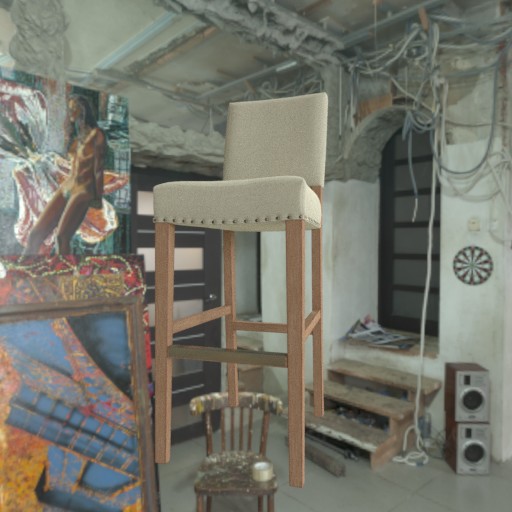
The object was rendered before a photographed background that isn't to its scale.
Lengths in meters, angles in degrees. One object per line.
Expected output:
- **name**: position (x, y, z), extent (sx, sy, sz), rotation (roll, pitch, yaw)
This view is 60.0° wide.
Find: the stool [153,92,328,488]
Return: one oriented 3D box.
- **stool**: position (0.000, 0.000, 1.407), extent (0.428, 1.143, 0.546), rotation (0, 1, 18)
